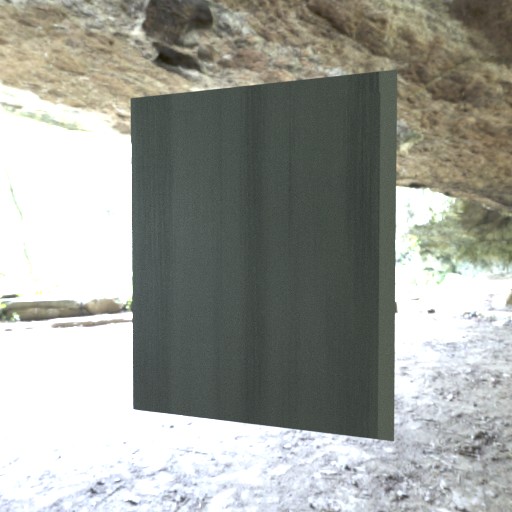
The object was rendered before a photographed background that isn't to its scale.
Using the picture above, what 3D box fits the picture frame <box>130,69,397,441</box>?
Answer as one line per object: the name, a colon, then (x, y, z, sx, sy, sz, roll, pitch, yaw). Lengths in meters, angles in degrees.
picture frame: (0.000, 0.000, 0.748, 0.449, 0.555, 0.046, 0, 2, 17)
